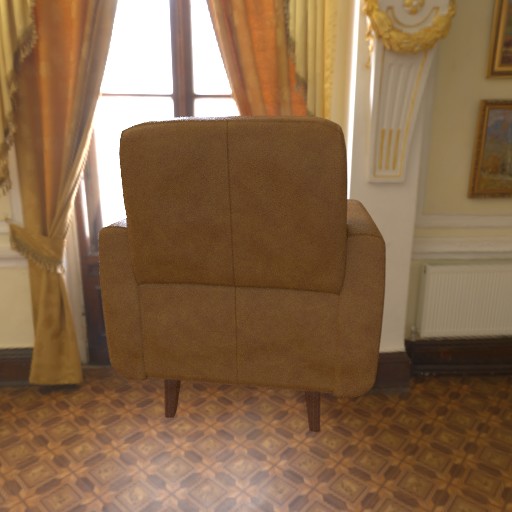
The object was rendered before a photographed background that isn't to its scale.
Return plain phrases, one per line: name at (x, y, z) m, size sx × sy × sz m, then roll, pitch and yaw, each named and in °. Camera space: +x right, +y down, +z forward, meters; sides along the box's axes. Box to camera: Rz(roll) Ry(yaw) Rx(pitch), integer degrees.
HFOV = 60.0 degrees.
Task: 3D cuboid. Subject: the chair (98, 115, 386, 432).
chair at (0.000, 0.000, 1.658) m, size 0.845 × 0.968 × 0.942 m, roll 2°, pitch 15°, yaw 9°
